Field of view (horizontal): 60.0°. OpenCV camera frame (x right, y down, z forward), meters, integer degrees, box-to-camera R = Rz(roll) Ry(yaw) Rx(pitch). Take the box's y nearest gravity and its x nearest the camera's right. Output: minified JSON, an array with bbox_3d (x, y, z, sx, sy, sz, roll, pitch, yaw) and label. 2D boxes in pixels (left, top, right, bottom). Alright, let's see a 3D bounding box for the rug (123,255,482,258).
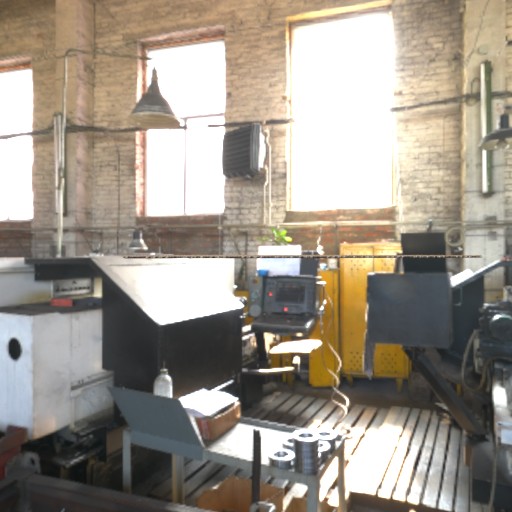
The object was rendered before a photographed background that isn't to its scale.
[{"bbox_3d":[0.000,0.000,4.003,2.306,0.017,2.902,0,0,-17],"label":"rug"}]
